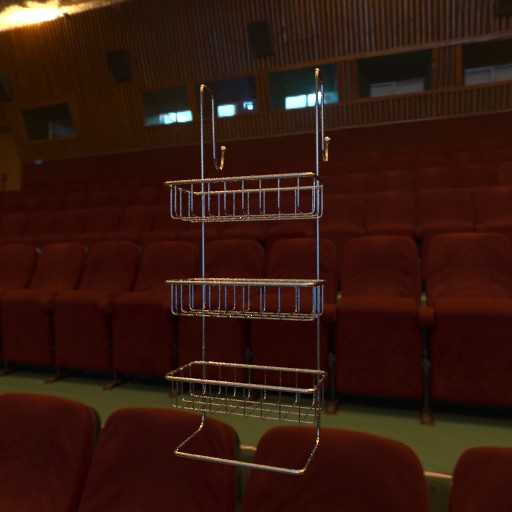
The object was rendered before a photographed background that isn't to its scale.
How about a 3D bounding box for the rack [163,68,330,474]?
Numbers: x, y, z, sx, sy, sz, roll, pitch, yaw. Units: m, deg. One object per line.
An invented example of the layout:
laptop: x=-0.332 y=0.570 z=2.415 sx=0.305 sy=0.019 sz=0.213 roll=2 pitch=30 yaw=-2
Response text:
rack: x=0.000 y=0.000 z=0.697 sx=0.228 sy=0.574 sz=0.202 roll=0 pitch=-1 yaw=19
